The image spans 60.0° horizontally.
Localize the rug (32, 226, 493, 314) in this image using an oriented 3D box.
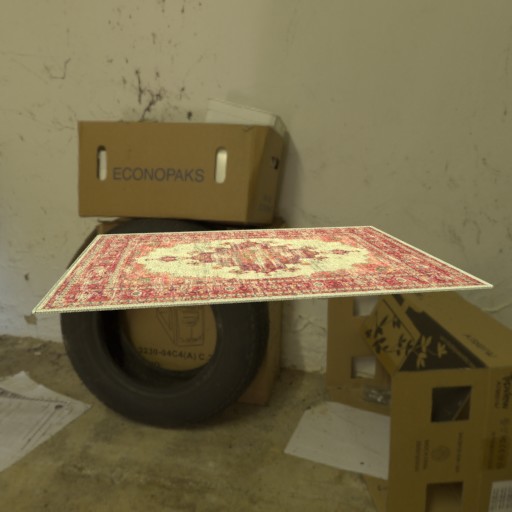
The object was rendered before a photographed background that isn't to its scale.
[{"bbox_3d":[0.000,0.000,2.226,1.747,0.011,1.217,-2,16,-9],"label":"rug"}]
